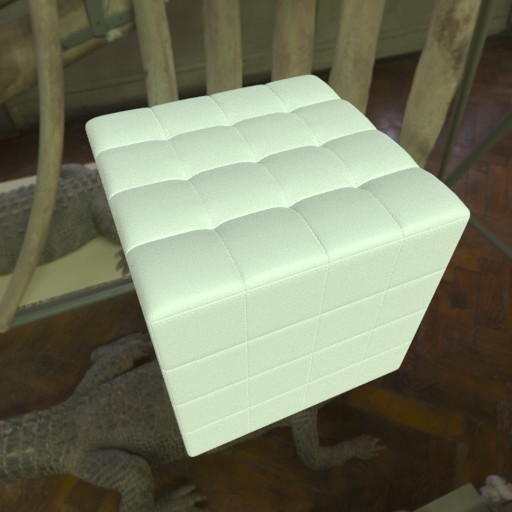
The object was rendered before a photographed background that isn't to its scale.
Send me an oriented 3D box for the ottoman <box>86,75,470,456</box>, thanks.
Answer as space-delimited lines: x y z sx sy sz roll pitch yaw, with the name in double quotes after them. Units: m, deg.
0.000 0.000 0.785 0.425 0.432 0.425 -17 49 -16 "ottoman"
